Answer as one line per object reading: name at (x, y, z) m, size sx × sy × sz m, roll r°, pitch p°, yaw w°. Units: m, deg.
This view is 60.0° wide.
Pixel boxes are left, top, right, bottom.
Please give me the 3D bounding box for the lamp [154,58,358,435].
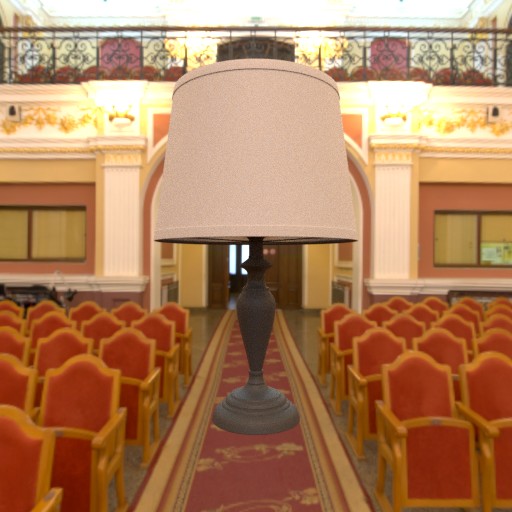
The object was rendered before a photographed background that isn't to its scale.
lamp at (0.000, 0.000, 0.688) m, size 0.310 × 0.501 × 0.310 m, roll 0°, pitch -1°, yaw 0°
